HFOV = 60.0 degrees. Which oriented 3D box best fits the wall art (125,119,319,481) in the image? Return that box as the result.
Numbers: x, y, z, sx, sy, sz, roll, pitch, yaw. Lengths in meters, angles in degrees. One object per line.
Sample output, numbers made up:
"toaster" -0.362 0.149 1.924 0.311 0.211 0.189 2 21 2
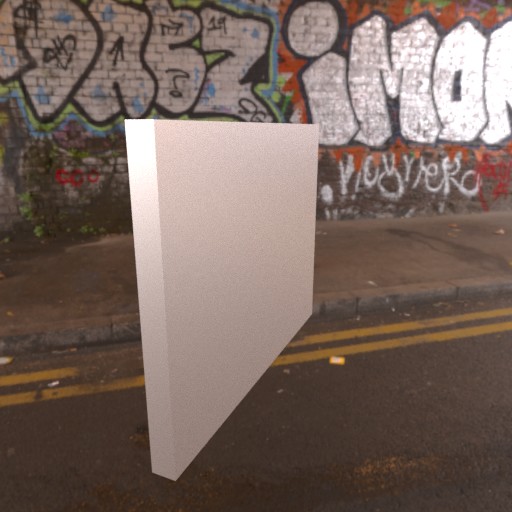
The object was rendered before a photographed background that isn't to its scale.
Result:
"wall art" 0.000 0.000 1.393 0.066 0.801 1.056 7 17 23
